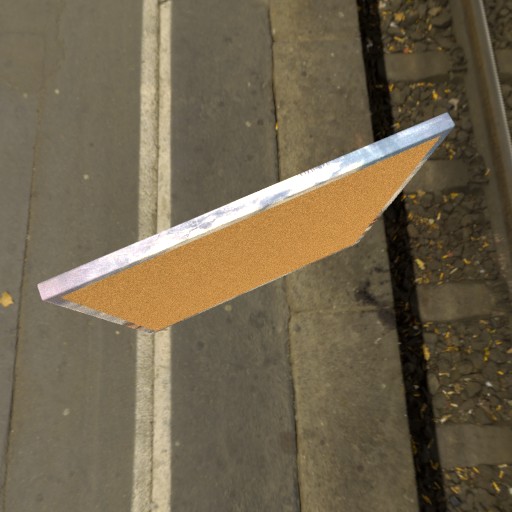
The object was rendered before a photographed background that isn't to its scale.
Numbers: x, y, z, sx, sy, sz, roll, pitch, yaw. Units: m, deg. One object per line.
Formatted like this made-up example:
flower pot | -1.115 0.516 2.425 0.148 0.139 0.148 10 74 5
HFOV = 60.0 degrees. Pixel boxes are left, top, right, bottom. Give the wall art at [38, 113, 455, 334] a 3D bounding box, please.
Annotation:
wall art | 0.000 0.000 1.307 0.888 0.897 0.035 -24 77 -6
